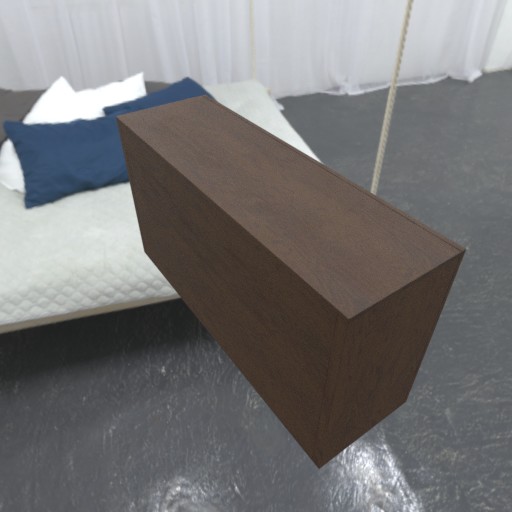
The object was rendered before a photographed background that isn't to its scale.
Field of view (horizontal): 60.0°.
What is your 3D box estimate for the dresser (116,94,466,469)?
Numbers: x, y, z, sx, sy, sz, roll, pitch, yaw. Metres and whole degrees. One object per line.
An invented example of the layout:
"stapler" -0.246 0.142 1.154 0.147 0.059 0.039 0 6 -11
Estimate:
"dresser" 0.000 0.000 1.969 0.512 0.889 1.523 -24 46 -26
